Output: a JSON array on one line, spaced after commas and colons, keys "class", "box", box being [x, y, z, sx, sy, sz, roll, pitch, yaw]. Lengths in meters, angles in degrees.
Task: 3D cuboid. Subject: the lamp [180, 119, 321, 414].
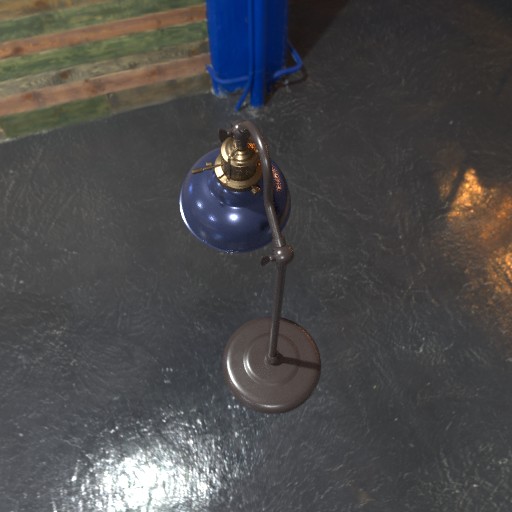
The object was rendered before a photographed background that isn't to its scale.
[{"class": "lamp", "box": [0.000, 0.000, 0.695, 0.192, 0.508, 0.374, -17, 59, -10]}]
